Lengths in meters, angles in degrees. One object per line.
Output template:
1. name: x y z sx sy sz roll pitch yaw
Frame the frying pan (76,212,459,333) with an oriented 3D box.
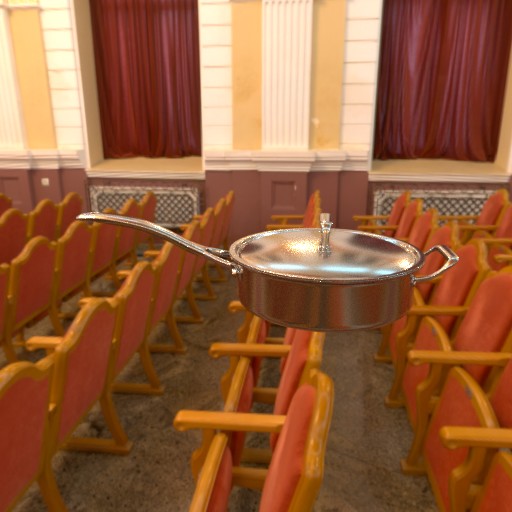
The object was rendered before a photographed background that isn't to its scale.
1. frying pan: 0.000 0.000 0.586 0.492 0.111 0.245 2 16 7
